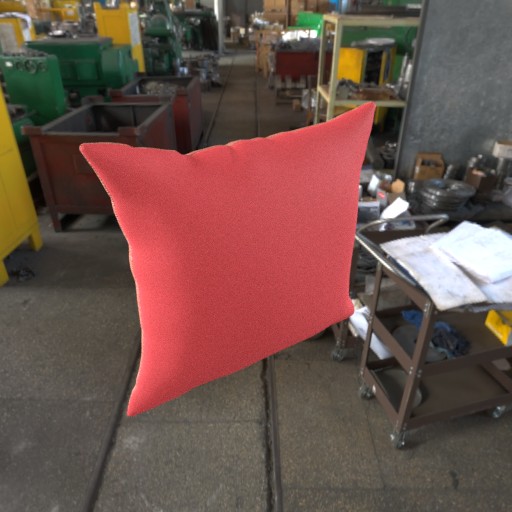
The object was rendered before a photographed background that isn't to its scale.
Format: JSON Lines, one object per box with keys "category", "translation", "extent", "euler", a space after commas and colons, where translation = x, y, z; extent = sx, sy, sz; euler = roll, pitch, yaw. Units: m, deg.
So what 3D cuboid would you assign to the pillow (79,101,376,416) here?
{"category": "pillow", "translation": [0.000, 0.000, 0.814], "extent": [0.559, 0.501, 0.229], "euler": [-19, 35, -29]}
